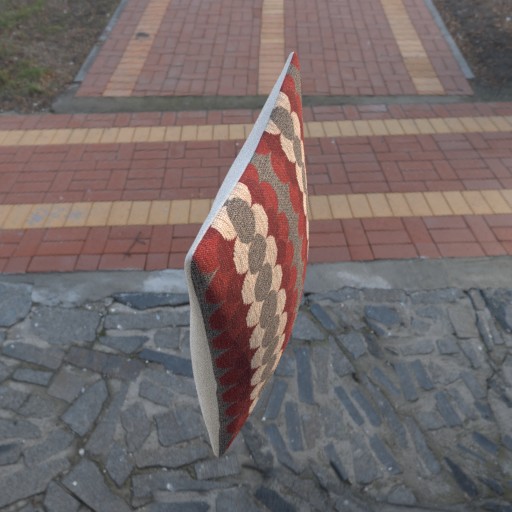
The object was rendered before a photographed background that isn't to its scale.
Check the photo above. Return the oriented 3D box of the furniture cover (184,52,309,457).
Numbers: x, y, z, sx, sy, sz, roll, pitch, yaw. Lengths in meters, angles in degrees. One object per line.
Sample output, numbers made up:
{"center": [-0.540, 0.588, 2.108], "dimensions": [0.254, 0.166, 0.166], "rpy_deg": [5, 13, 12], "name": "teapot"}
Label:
{"center": [0.000, 0.000, 0.638], "dimensions": [0.145, 0.420, 0.435], "rpy_deg": [11, 48, 10], "name": "furniture cover"}
